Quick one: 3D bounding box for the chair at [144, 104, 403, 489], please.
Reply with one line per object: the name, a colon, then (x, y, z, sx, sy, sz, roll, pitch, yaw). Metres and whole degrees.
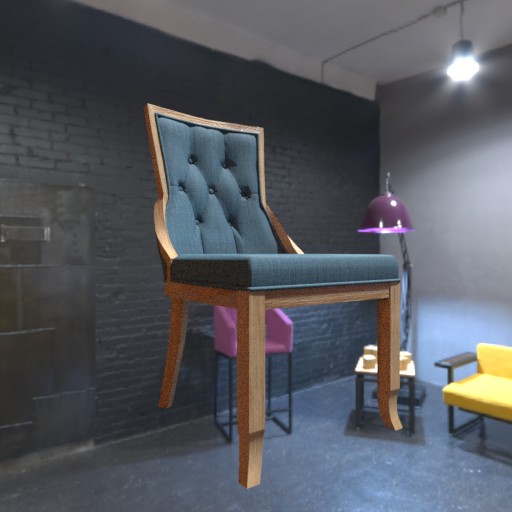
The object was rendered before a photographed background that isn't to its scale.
chair: (0.000, 0.000, 1.309, 0.524, 0.947, 0.641, 0, 1, -37)
